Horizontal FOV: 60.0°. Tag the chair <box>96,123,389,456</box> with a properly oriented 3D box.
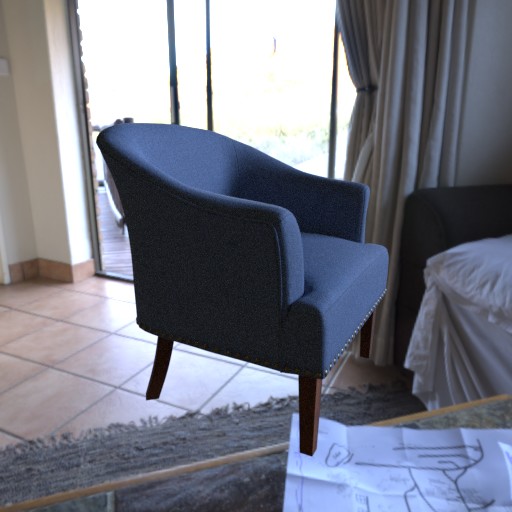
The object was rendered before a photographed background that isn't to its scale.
[{"bbox_3d":[0.000,0.000,1.402,0.704,0.815,0.798,7,16,26],"label":"chair"}]
